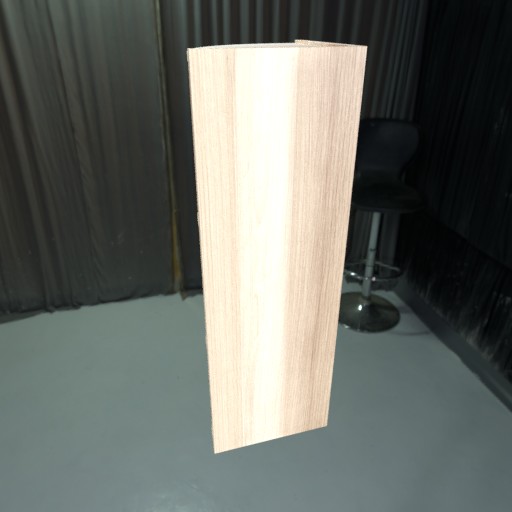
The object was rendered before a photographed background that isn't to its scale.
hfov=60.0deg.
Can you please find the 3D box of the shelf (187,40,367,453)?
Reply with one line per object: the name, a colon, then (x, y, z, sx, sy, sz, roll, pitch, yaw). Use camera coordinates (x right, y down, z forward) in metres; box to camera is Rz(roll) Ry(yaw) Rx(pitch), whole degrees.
shelf: (0.000, 0.000, 1.008, 0.290, 0.872, 0.290, -8, 29, -14)
